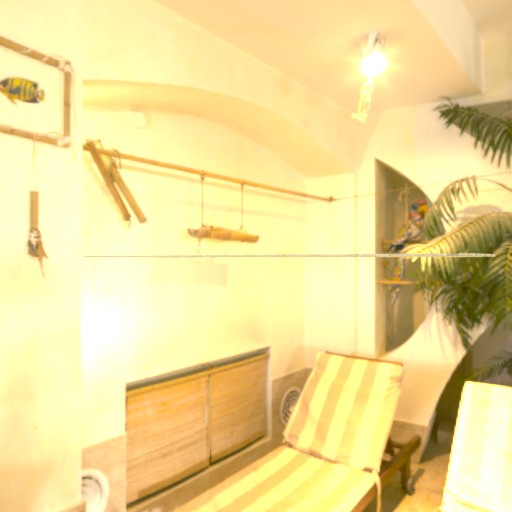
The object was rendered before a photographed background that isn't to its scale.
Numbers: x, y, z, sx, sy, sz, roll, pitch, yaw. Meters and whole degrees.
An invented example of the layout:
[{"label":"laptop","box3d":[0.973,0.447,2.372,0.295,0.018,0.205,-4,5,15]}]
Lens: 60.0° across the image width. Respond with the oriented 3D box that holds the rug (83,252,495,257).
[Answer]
[{"label":"rug","box3d":[0.000,0.000,2.773,2.544,0.015,0.795,0,0,37]}]
